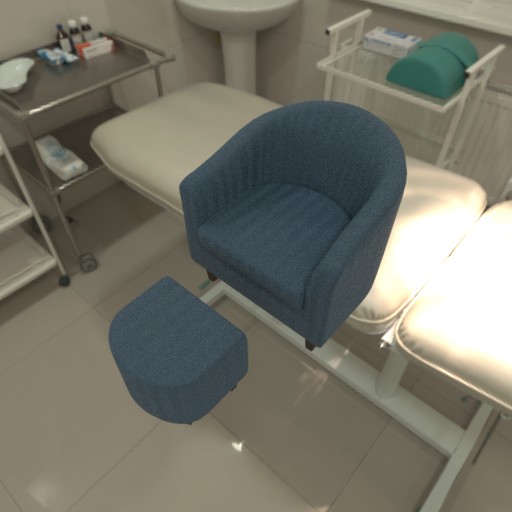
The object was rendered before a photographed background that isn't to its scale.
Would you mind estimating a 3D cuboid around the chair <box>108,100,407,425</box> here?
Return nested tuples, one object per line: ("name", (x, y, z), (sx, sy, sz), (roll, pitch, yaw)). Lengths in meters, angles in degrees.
("chair", (0.000, 0.000, 1.736), (0.756, 0.757, 1.288), (32, 54, 27))
